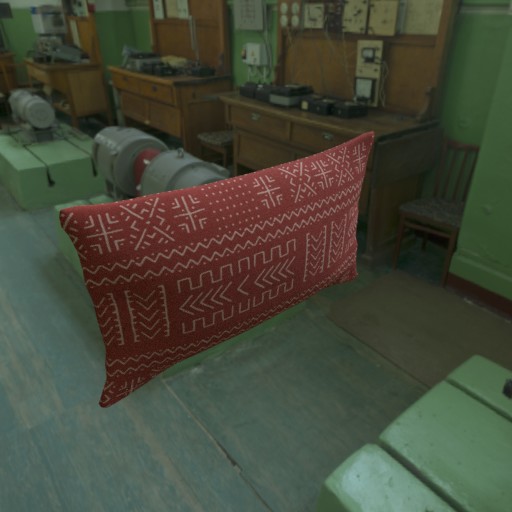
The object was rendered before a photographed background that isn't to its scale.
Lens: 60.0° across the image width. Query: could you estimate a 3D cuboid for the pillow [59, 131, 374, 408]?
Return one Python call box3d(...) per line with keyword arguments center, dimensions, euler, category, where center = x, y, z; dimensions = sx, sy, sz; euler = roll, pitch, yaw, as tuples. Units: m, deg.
box3d(center=(0.000, 0.000, 0.806), dimensions=(0.640, 0.352, 0.130), euler=(-22, 36, -34), category="pillow")
